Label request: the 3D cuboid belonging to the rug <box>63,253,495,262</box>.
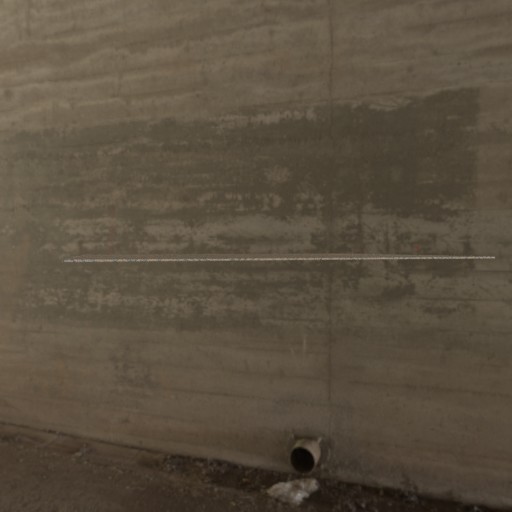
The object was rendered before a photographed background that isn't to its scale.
[{"bbox_3d":[0.000,0.000,4.079,3.049,0.015,2.457,0,1,-18],"label":"rug"}]
